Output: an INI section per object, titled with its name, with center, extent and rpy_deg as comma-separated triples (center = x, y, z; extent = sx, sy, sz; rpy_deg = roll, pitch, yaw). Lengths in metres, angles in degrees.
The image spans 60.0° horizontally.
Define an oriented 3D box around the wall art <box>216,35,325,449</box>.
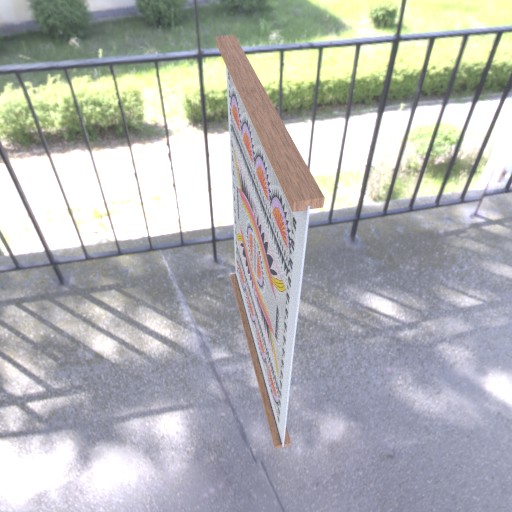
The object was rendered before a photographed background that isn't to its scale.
[wall art]
center = 0.000, 0.000, 0.701
extent = 0.028, 0.527, 0.403
rpy_deg = -9, 46, -9
